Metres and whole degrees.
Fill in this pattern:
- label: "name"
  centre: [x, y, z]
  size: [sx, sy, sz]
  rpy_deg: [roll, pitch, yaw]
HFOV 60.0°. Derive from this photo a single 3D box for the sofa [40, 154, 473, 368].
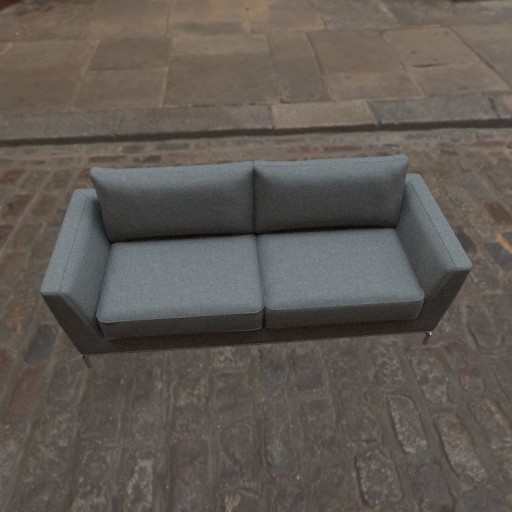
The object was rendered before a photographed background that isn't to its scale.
- label: "sofa"
  centre: [0.000, 0.000, 2.691]
  size: [2.212, 1.002, 0.869]
  rpy_deg: [-3, 46, -3]
